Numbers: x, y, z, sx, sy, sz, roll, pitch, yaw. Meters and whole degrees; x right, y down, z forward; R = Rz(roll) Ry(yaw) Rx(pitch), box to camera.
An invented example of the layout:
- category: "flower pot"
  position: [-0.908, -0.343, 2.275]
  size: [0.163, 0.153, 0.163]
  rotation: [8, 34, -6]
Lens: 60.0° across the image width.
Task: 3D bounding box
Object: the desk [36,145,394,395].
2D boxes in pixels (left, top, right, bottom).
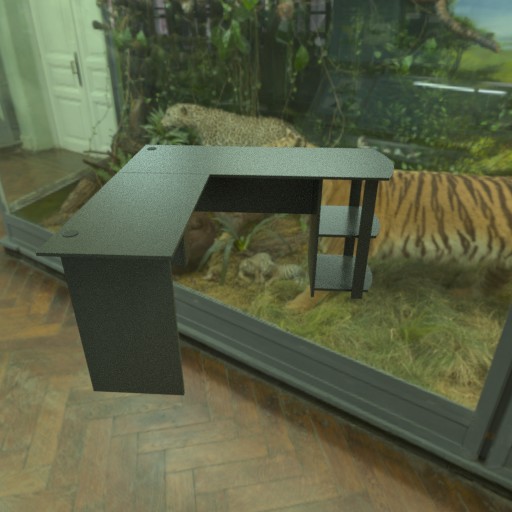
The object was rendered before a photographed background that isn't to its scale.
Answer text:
- category: "desk"
  position: [0.000, 0.000, 2.150]
  size: [1.361, 0.716, 1.303]
  rotation: [2, 29, 3]
